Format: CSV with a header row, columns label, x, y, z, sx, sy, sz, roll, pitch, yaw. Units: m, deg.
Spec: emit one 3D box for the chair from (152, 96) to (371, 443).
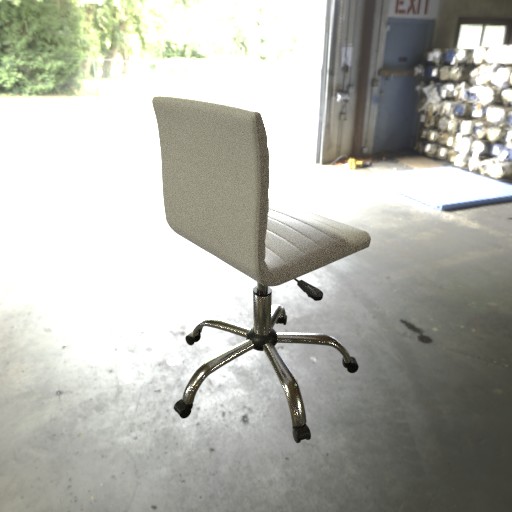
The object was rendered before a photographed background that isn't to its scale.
label,x,y,z,sx,sy,sz,roll,pitch,yaw
chair,0.000,0.000,1.148,0.530,0.780,0.556,-18,31,-34
